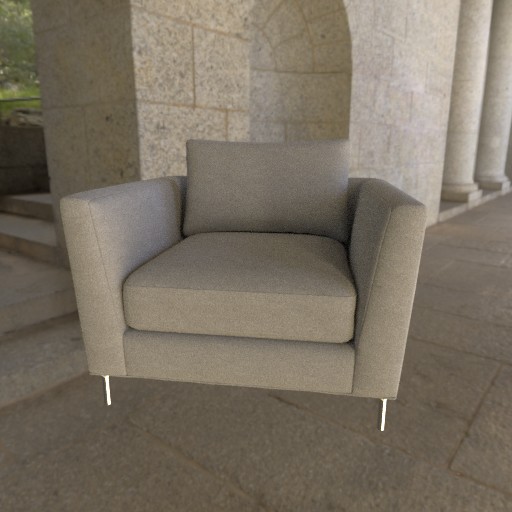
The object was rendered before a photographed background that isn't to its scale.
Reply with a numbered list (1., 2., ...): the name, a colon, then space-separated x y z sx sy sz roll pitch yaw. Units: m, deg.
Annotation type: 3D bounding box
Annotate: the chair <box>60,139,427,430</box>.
1. chair: 0.000 0.000 1.683 1.041 0.864 0.889 2 14 9
